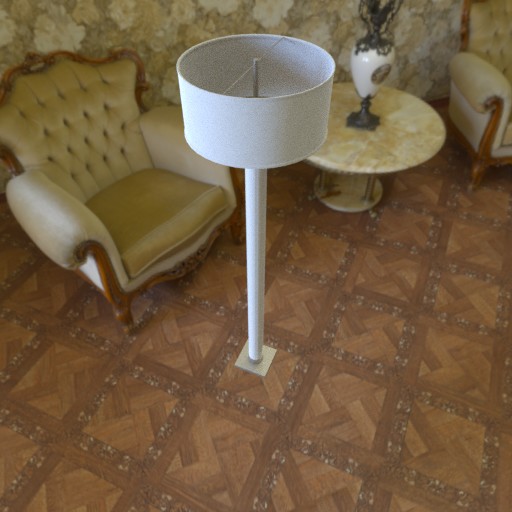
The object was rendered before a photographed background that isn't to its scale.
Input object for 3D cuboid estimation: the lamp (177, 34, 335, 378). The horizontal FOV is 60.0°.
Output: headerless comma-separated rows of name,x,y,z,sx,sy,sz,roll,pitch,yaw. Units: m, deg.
lamp,0.000,0.000,1.690,0.420,1.475,0.420,17,48,16
